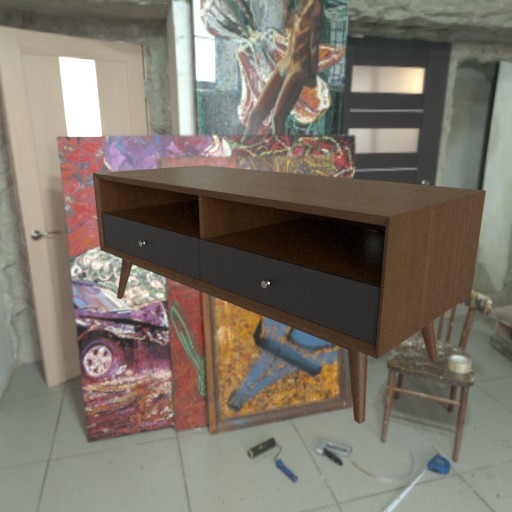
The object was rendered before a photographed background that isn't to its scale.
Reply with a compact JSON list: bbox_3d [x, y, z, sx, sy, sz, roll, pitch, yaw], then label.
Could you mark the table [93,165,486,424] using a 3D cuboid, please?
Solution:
[{"bbox_3d":[0.000,0.000,1.373,1.119,0.464,0.490,15,22,43],"label":"table"}]
